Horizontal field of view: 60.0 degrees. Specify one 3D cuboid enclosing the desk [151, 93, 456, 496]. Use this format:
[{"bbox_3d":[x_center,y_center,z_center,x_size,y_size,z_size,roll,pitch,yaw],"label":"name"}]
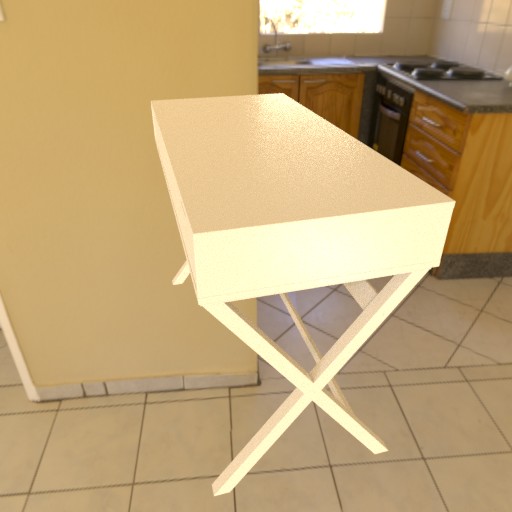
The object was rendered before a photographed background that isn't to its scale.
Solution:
[{"bbox_3d":[0.000,0.000,1.429,0.509,0.780,1.059,-8,32,-13],"label":"desk"}]
